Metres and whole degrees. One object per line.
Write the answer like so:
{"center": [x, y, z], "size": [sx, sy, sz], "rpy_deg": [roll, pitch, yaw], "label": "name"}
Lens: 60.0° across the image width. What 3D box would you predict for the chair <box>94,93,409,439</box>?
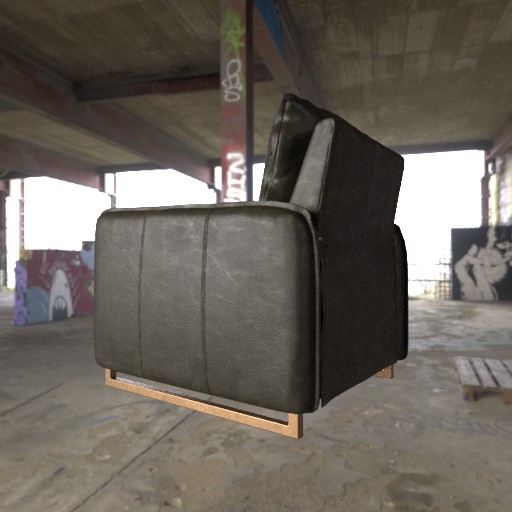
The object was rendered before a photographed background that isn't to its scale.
{"center": [0.000, 0.000, 1.627], "size": [0.921, 0.921, 0.830], "rpy_deg": [0, 0, 36], "label": "chair"}
